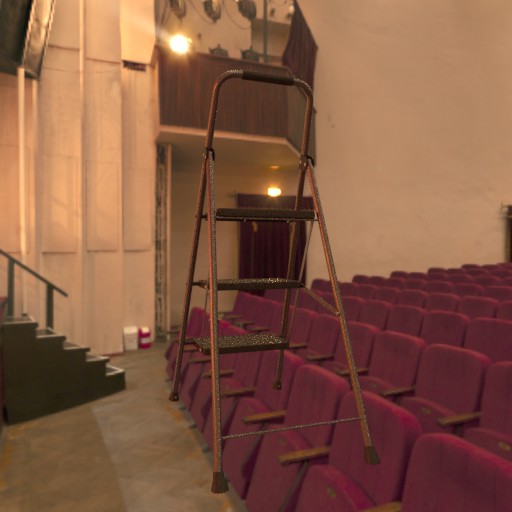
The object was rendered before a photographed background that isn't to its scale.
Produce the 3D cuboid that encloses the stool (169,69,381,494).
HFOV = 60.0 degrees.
[{"bbox_3d":[0.000,0.000,1.464,0.473,1.121,0.733,0,1,-19],"label":"stool"}]
